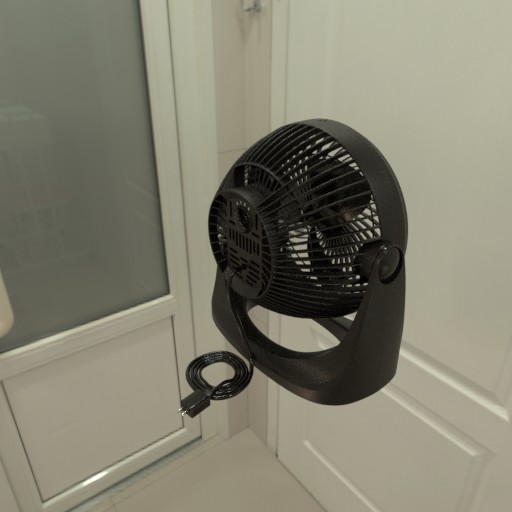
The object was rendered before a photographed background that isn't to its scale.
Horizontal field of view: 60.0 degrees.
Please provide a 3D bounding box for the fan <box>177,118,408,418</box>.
[{"bbox_3d":[0.000,0.000,0.498,0.256,0.277,0.273,-19,32,-32],"label":"fan"}]
